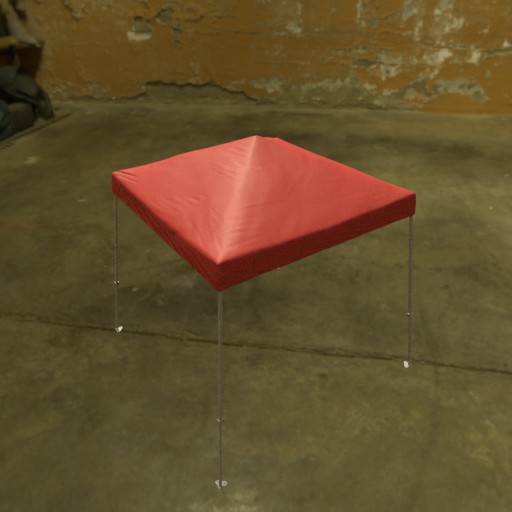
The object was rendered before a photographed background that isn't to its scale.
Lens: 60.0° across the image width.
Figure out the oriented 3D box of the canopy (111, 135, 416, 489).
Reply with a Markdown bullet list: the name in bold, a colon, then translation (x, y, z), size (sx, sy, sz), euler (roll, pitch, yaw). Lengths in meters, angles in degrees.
- **canopy**: translation (0.000, 0.000, 5.222), size (2.848, 2.849, 2.849), euler (-20, 37, -29)
